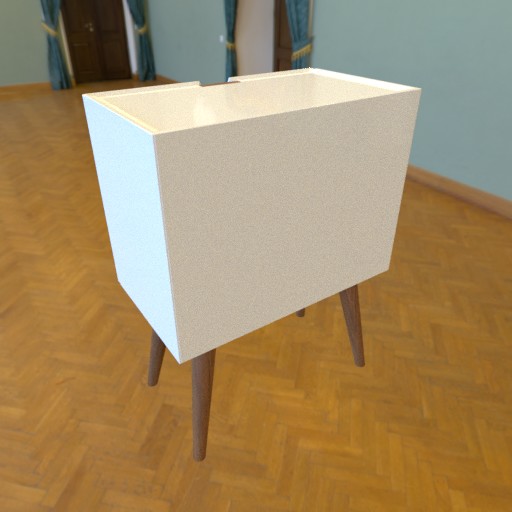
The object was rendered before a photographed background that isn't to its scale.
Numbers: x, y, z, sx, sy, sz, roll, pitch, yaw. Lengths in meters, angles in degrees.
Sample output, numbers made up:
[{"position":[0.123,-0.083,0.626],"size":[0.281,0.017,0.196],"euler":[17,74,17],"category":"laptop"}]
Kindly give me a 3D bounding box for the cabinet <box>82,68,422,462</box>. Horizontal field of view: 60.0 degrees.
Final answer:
[{"position":[0.000,0.000,1.086],"size":[0.591,0.772,0.344],"euler":[-20,36,-29],"category":"cabinet"}]
